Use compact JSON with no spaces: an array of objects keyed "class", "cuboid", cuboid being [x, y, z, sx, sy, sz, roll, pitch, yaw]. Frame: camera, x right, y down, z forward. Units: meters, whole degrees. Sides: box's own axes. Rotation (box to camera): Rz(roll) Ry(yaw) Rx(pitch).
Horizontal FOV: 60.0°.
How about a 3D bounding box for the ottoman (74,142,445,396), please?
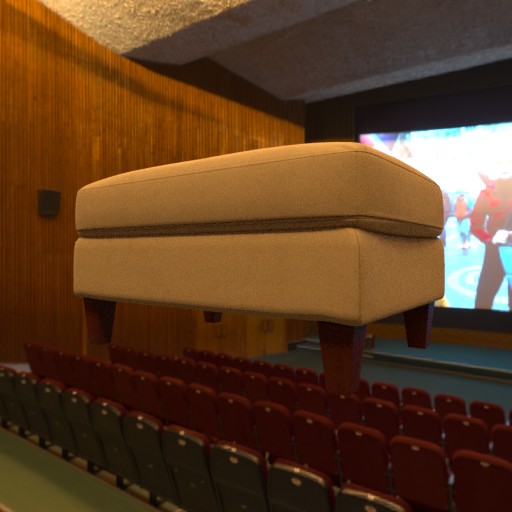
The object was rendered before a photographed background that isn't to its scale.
[{"class":"ottoman","cuboid":[0.000,0.000,1.201,0.864,0.483,0.584,0,0,36]}]
